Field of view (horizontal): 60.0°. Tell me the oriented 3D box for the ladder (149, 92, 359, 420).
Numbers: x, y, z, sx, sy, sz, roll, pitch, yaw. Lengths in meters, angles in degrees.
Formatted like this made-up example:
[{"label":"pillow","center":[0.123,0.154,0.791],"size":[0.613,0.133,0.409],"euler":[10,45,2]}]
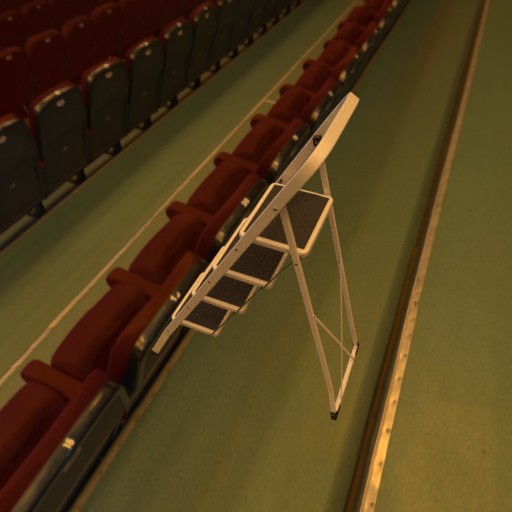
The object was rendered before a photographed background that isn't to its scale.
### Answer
[{"label":"ladder","center":[0.000,0.000,1.690],"size":[0.914,1.265,0.460],"euler":[17,48,16]}]
